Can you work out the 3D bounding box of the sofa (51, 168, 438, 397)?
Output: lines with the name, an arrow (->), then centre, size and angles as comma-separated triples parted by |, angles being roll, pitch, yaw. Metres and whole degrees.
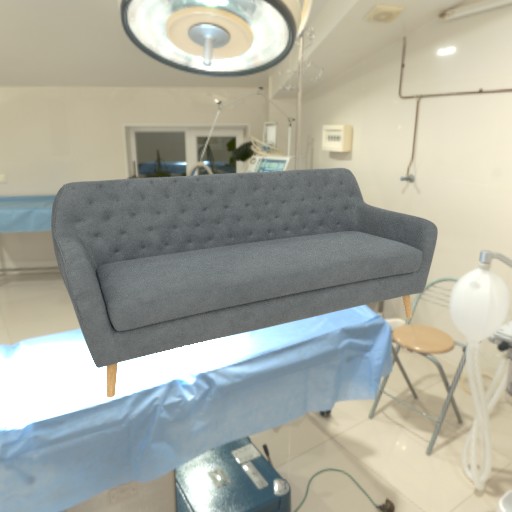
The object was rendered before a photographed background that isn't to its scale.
sofa -> 0.000, 0.000, 2.438 | 1.975, 0.832, 0.841 | -8, 18, -26
